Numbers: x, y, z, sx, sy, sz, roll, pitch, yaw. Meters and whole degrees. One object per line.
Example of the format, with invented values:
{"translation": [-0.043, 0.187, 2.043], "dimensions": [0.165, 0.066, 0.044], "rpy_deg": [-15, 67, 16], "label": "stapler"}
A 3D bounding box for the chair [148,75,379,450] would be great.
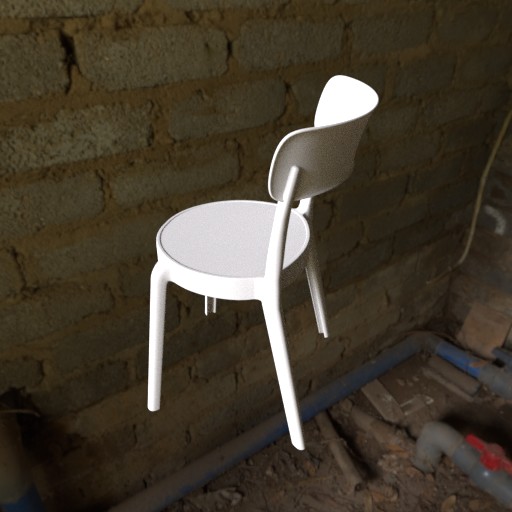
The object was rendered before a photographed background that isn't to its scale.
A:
{"translation": [0.000, 0.000, 1.114], "dimensions": [0.491, 0.790, 0.506], "rpy_deg": [9, 33, 14], "label": "chair"}
